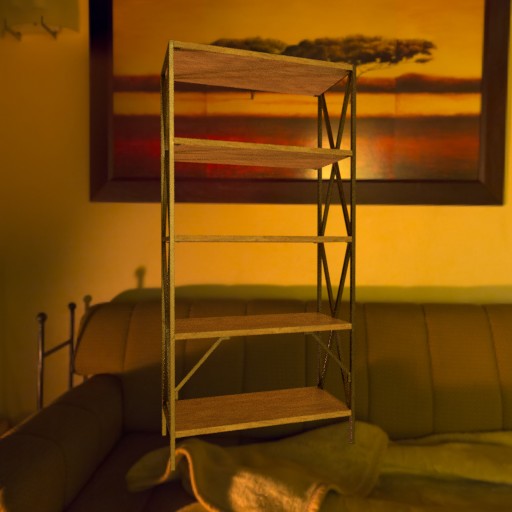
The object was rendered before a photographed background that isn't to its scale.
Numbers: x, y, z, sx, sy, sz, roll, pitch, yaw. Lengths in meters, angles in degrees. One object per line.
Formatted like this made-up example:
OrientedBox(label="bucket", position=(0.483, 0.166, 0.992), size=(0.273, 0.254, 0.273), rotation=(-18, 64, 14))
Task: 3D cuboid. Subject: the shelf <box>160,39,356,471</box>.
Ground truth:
OrientedBox(label="shelf", position=(0.000, 0.000, 2.165), size=(0.874, 1.803, 0.386), rotation=(0, 1, -17))
